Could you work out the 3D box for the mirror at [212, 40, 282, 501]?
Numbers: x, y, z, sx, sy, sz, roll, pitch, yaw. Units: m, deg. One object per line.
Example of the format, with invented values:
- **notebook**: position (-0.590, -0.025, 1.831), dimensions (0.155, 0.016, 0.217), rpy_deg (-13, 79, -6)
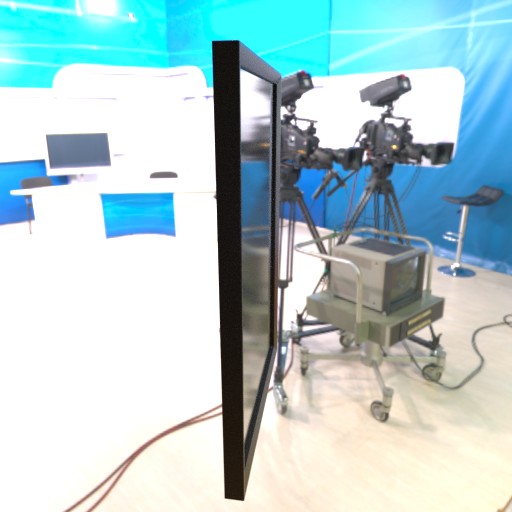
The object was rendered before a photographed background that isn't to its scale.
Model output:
- **mirror**: position (0.000, 0.000, 0.883), dimensions (0.039, 0.710, 0.507), rpy_deg (3, 18, 8)
